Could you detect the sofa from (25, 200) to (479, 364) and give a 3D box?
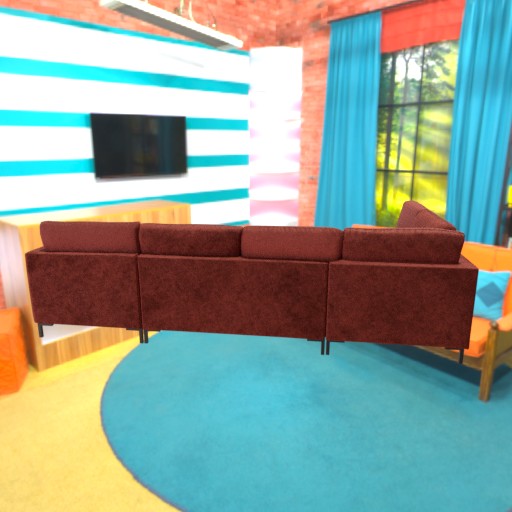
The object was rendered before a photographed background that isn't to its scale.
[{"bbox_3d":[0.000,0.000,4.297,3.434,0.992,2.055,2,14,8],"label":"sofa"}]
